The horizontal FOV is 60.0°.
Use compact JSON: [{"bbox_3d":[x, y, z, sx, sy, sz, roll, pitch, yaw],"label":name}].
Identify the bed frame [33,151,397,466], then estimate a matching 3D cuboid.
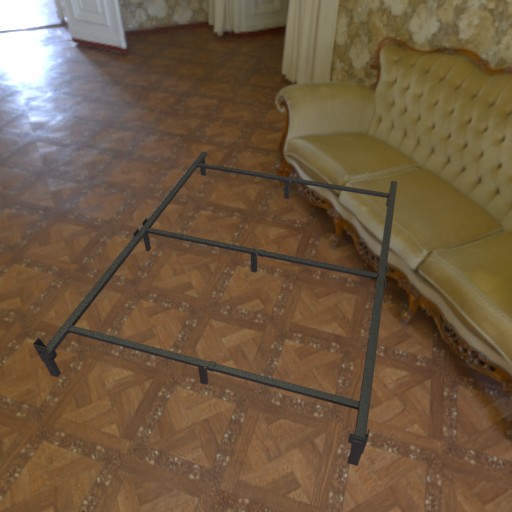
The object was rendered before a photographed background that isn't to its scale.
[{"bbox_3d":[0.000,0.000,2.621,1.498,0.248,1.990,11,43,13],"label":"bed frame"}]
